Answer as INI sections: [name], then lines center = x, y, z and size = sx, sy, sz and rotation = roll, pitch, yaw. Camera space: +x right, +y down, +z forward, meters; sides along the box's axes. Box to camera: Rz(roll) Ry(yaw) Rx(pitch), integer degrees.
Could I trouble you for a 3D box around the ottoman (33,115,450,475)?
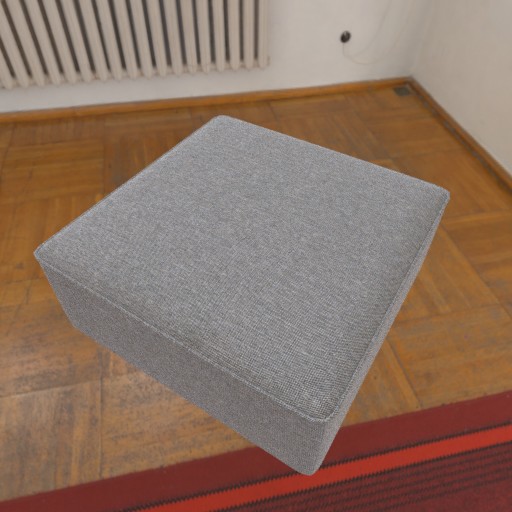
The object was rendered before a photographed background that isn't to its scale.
[ottoman]
center = 0.000, 0.000, 1.568
size = 1.005, 0.455, 1.005
rotation = 25, 51, 22
